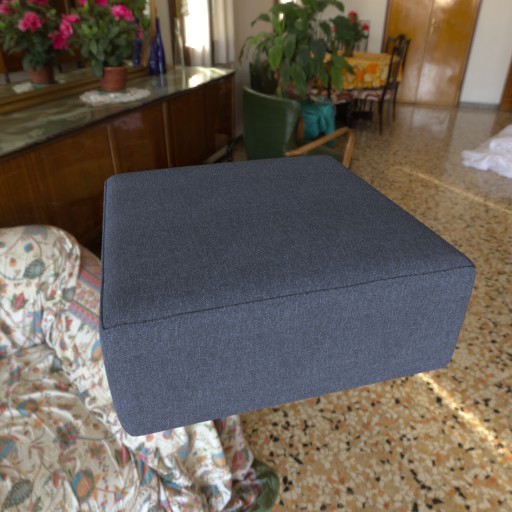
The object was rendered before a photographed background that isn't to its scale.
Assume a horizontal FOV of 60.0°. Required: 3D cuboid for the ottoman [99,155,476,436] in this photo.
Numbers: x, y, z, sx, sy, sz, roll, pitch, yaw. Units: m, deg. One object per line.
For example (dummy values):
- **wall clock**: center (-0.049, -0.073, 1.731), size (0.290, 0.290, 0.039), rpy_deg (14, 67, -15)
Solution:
- **ottoman**: center (0.000, 0.000, 1.556), size (1.000, 0.439, 1.000), rpy_deg (-8, 32, -13)
